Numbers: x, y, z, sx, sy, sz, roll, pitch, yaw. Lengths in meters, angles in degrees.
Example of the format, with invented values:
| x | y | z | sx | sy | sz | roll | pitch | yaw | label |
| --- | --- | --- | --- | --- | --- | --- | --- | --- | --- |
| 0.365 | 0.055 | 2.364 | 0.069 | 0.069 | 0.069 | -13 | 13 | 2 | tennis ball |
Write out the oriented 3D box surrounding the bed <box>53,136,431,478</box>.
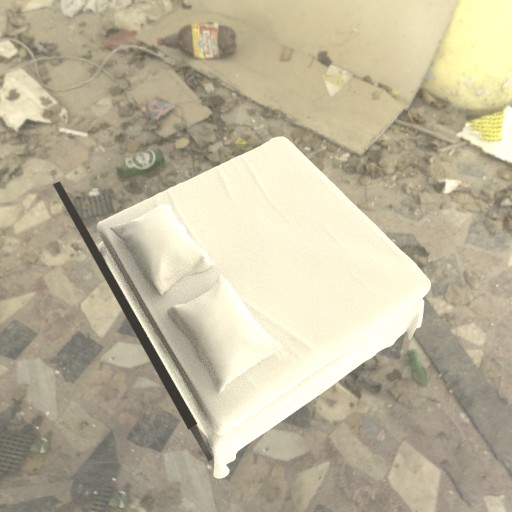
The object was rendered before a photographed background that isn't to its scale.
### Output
| x | y | z | sx | sy | sz | roll | pitch | yaw | label |
| --- | --- | --- | --- | --- | --- | --- | --- | --- | --- |
| 0.000 | 0.000 | 3.590 | 2.219 | 1.271 | 2.315 | -29 | 62 | -17 | bed |
